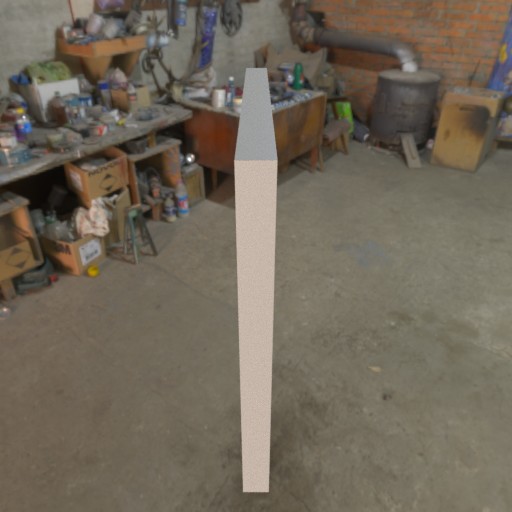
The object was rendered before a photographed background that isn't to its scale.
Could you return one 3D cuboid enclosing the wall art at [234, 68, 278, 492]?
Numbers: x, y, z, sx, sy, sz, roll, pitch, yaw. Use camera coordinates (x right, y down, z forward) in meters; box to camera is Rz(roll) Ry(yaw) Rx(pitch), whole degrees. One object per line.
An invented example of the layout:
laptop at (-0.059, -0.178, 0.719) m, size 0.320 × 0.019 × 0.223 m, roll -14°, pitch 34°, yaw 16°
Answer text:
wall art at (0.000, 0.000, 1.878) m, size 0.098 × 1.291 × 1.289 m, roll 0°, pitch 31°, yaw 0°
